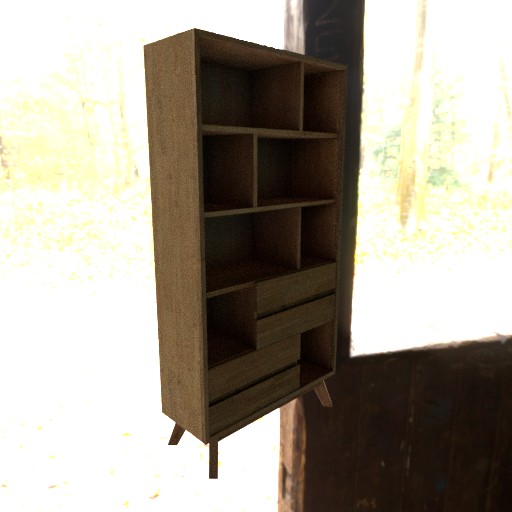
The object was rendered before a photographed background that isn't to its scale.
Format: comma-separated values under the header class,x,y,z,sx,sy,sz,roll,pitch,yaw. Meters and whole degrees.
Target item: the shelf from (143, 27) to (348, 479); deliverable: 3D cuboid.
class,x,y,z,sx,sy,sz,roll,pitch,yaw
shelf,0.000,0.000,1.751,0.748,1.471,0.308,-12,17,-43
